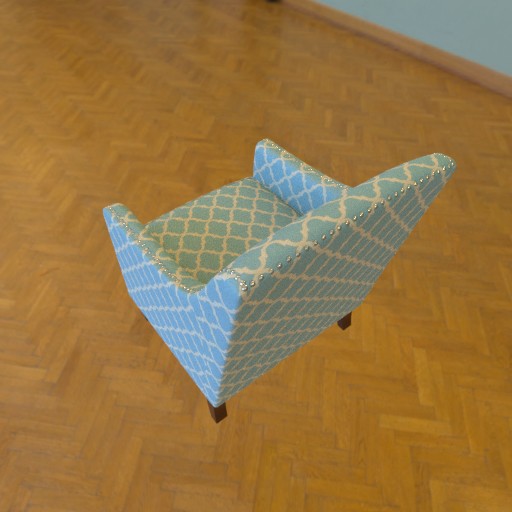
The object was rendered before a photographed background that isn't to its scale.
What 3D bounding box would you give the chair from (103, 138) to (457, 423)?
[{"bbox_3d":[0.000,0.000,1.315,0.617,0.817,0.686,-29,53,-25],"label":"chair"}]
